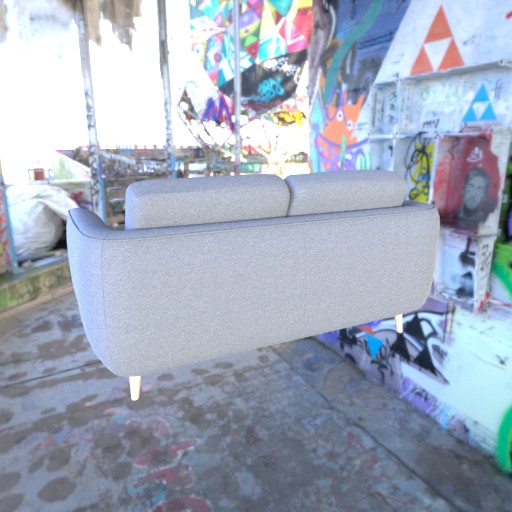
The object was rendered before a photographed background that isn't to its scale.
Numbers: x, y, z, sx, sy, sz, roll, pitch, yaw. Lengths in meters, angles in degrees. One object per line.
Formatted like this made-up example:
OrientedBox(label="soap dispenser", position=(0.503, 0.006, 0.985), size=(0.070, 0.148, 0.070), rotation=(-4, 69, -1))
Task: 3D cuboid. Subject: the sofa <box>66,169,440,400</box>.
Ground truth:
OrientedBox(label="sofa", position=(0.000, 0.000, 2.205), size=(1.700, 0.850, 0.920), rotation=(-7, 16, -26))
